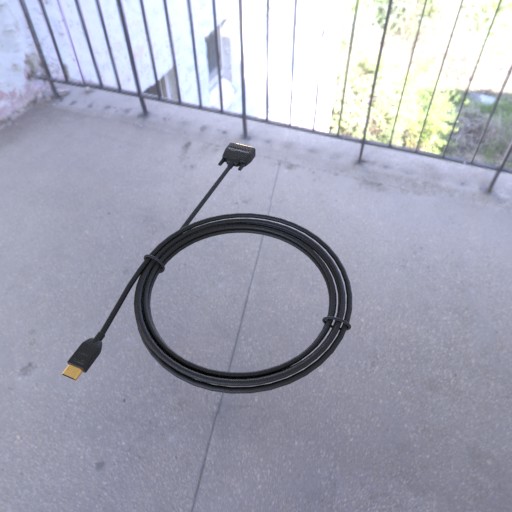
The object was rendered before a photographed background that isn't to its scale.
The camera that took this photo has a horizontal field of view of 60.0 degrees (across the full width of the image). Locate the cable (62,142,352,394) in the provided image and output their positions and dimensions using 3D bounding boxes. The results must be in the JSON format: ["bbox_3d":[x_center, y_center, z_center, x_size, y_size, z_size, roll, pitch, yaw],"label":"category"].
[{"bbox_3d":[0.000,0.000,0.522,0.257,0.030,0.422,17,50,15],"label":"cable"}]
